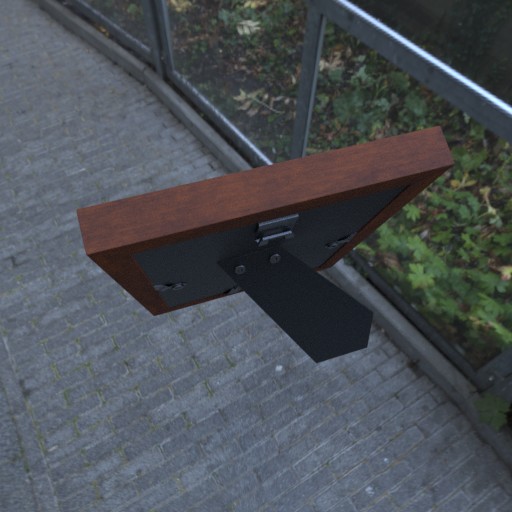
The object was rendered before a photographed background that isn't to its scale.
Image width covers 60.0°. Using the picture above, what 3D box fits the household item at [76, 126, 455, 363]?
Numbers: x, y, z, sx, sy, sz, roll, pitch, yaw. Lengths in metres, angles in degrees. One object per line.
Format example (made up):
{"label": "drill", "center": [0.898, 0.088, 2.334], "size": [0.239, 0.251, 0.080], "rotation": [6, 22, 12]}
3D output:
{"label": "household item", "center": [0.000, 0.000, 0.282], "size": [0.160, 0.204, 0.096], "rotation": [-15, 59, -9]}
